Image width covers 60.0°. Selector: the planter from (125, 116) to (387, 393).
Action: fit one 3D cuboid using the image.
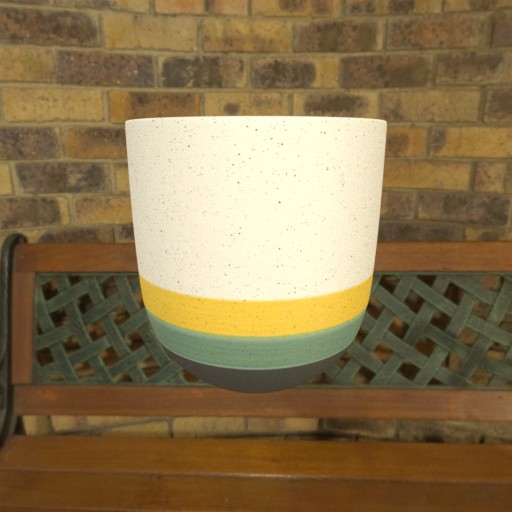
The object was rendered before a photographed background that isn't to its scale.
[{"bbox_3d":[0.000,0.000,0.370,0.195,0.214,0.195,0,15,0],"label":"planter"}]
